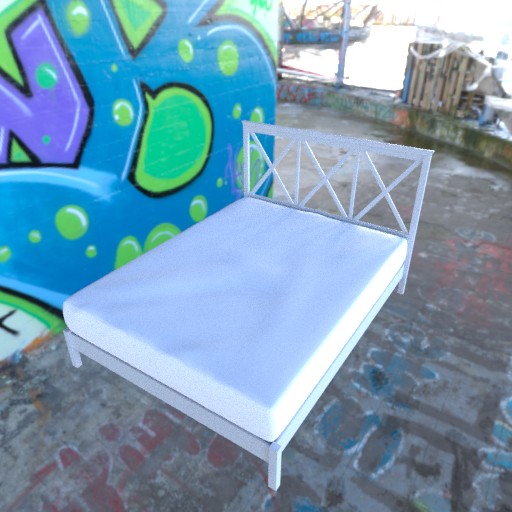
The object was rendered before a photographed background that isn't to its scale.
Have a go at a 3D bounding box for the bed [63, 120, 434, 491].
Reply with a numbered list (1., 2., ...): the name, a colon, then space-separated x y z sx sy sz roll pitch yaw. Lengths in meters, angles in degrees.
1. bed: 0.000 0.000 3.136 1.673 1.253 2.135 18 35 28
